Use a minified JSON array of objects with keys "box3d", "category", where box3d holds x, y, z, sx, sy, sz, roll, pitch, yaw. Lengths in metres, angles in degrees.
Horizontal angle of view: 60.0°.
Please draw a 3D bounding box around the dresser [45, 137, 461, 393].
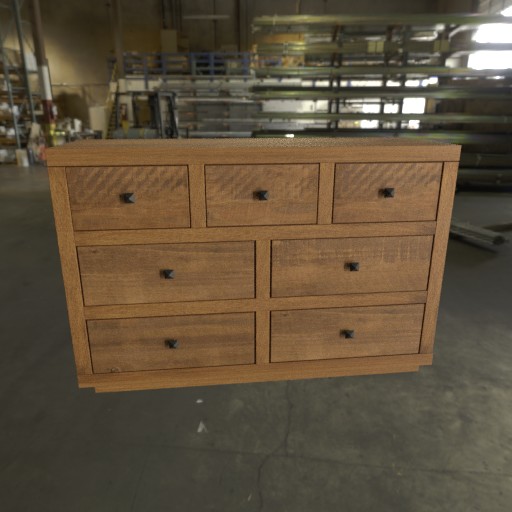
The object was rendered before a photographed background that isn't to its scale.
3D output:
[{"box3d":[0.000,0.000,1.656,1.261,0.825,0.479,-2,18,-6],"category":"dresser"}]
